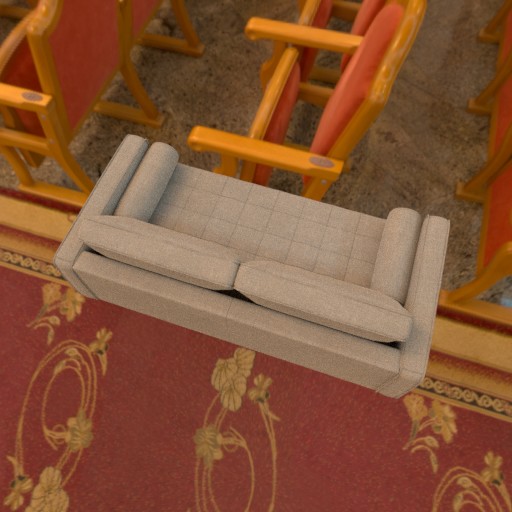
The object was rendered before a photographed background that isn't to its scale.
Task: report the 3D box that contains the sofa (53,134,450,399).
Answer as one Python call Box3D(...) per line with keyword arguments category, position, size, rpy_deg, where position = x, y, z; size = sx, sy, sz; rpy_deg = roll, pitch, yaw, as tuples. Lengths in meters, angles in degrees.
Box3D(category="sofa", position=(0.000, 0.000, 2.422), size=(1.879, 0.762, 0.914), rpy_deg=(17, 64, 8))
